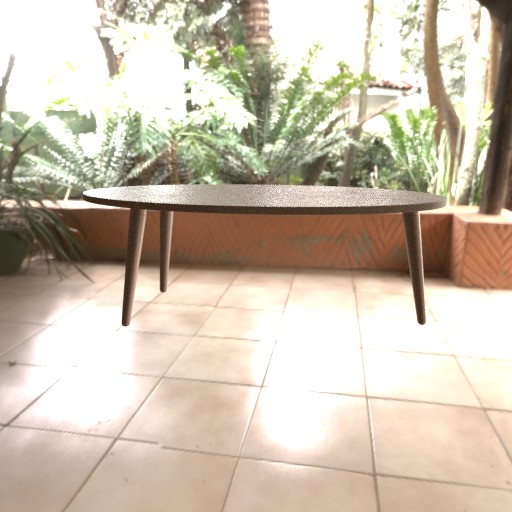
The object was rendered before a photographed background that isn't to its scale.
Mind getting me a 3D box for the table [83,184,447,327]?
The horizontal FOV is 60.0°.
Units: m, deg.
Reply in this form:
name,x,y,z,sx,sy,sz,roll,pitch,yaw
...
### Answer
name,x,y,z,sx,sy,sz,roll,pitch,yaw
table,0.000,0.000,1.383,1.083,0.390,0.542,2,15,9
